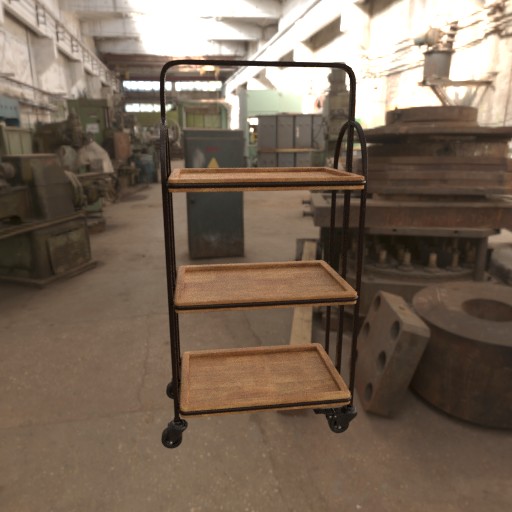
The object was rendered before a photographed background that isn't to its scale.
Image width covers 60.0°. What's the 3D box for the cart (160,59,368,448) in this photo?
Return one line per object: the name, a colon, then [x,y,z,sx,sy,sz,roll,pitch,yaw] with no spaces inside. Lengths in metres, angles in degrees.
cart: [0.000,0.000,1.232,0.553,1.001,0.327,-2,16,-8]
